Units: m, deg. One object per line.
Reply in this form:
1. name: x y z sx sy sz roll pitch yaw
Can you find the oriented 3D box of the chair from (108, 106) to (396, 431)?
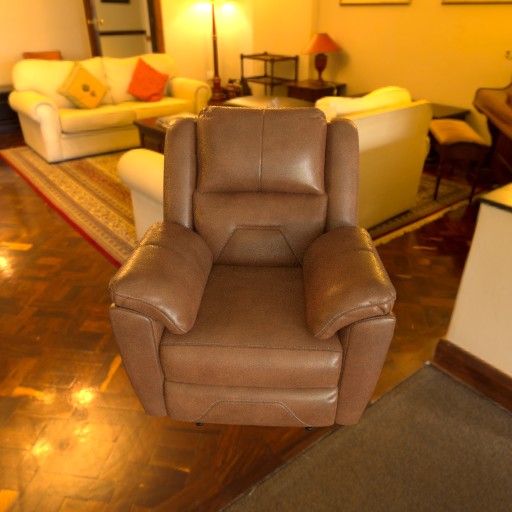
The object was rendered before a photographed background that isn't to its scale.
1. chair: 0.000 0.000 1.909 0.990 1.093 1.041 1 29 3
